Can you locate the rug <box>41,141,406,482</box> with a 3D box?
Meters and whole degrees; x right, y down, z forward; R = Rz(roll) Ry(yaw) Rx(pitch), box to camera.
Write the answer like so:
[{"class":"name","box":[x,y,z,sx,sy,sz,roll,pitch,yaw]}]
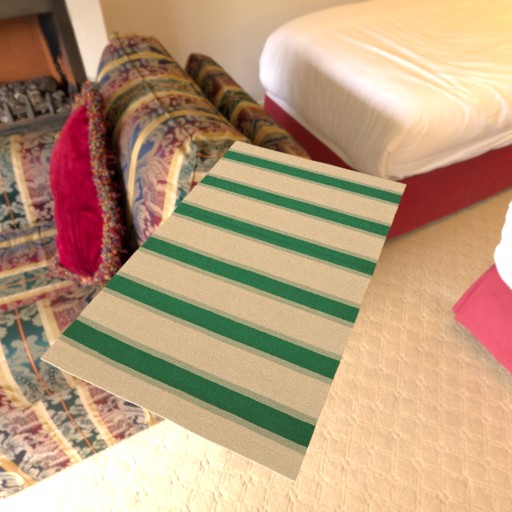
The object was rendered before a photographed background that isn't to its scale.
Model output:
[{"class":"rug","box":[0.000,0.000,2.999,1.521,0.015,2.436,19,49,17]}]
